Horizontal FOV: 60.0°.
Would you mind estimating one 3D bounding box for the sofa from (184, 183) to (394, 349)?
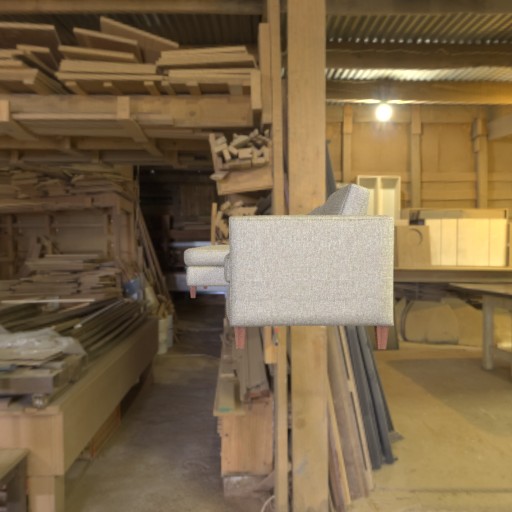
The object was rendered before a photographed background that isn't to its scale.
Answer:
[{"bbox_3d":[0.000,0.000,3.831,1.502,0.876,3.201,0,1,1],"label":"sofa"}]
